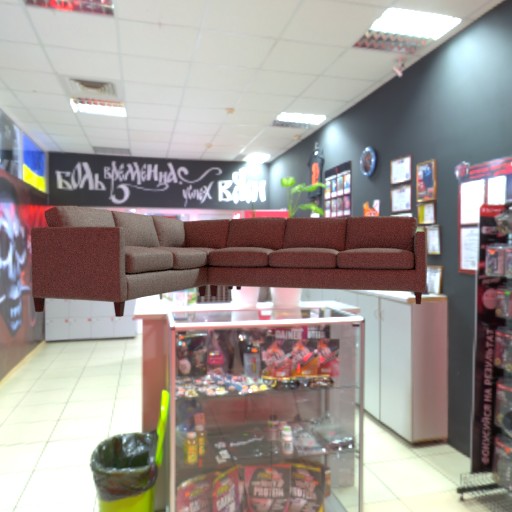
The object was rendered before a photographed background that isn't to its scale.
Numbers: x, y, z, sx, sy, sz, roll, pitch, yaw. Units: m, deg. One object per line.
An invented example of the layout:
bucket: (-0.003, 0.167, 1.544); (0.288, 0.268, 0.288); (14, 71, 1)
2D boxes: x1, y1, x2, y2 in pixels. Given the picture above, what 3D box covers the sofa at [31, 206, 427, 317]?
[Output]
sofa: (0.000, 0.000, 4.507); (3.302, 0.947, 2.593); (0, 1, 19)
